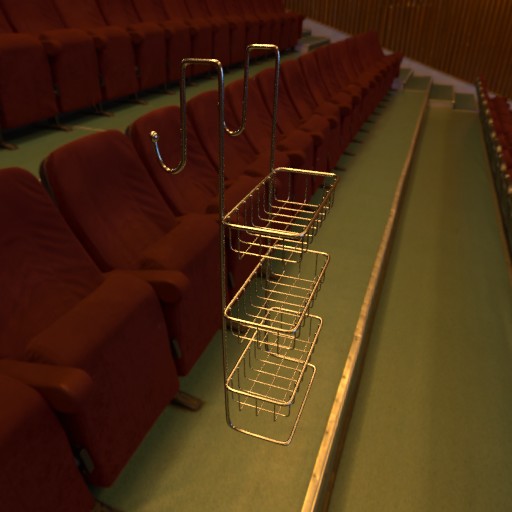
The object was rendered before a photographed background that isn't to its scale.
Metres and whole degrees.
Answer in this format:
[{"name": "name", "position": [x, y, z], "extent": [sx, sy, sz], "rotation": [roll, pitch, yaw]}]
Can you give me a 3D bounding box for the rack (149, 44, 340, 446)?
[{"name": "rack", "position": [0.000, 0.000, 0.682], "extent": [0.202, 0.574, 0.228], "rotation": [11, 31, 18]}]
